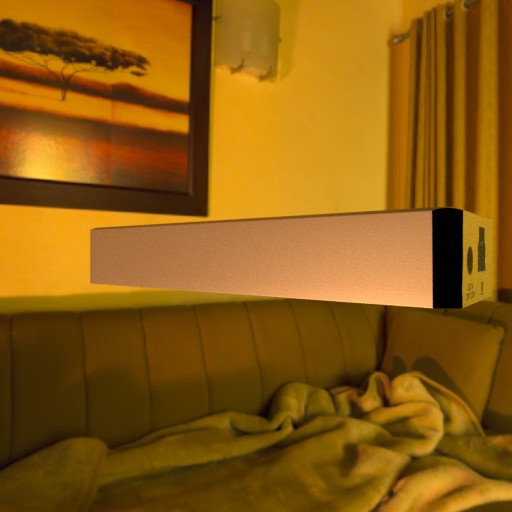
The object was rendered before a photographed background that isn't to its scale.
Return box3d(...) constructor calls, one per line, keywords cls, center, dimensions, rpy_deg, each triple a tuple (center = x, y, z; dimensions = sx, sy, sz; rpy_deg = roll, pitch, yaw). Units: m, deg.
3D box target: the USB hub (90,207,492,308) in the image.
box3d(cls="USB hub", center=(0.000, 0.000, 0.158), dimensions=(0.145, 0.023, 0.044), rpy_deg=(0, 0, 37))
